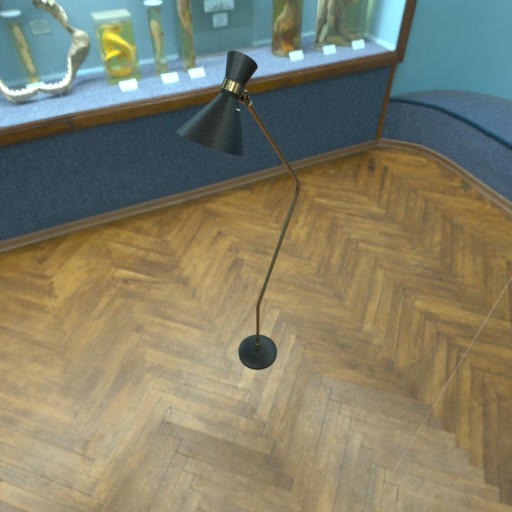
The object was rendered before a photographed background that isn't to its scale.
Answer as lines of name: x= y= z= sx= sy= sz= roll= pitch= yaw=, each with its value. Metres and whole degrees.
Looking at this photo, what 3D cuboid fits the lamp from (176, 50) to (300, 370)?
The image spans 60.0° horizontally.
lamp: x=0.000 y=0.000 z=1.598 sx=0.467 sy=1.438 sz=0.277 roll=-18 pitch=48 yaw=-17
